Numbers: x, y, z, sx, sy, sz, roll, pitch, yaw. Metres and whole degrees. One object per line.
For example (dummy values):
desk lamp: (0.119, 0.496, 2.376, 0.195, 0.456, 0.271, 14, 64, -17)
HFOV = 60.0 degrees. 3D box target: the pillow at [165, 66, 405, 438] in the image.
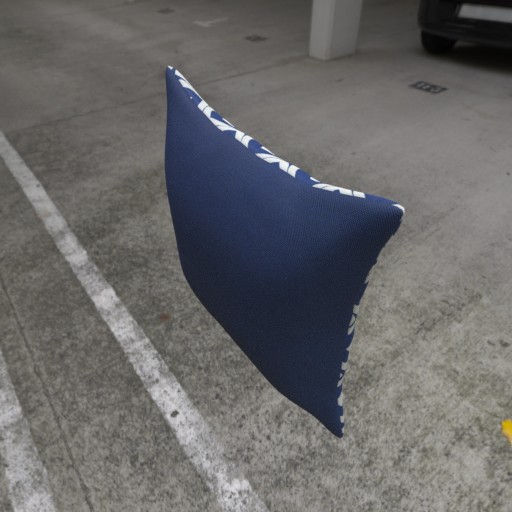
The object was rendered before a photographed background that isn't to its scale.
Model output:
pillow: (0.000, 0.000, 0.759, 0.188, 0.494, 0.504, -26, 48, -26)
